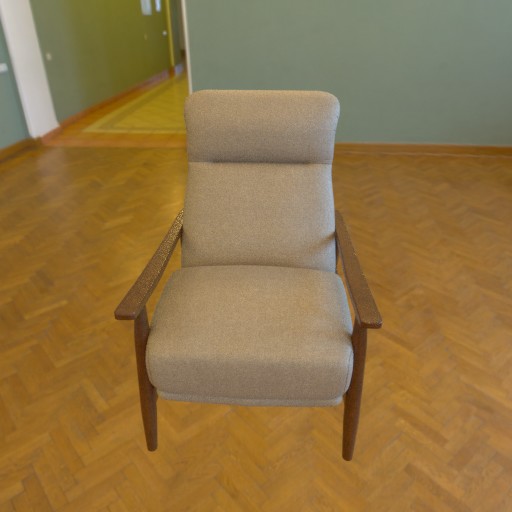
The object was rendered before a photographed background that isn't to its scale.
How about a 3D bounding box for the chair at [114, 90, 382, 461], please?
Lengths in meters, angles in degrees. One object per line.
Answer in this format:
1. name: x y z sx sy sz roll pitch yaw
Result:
1. chair: 0.000 0.000 1.731 0.762 1.082 1.030 2 30 3
